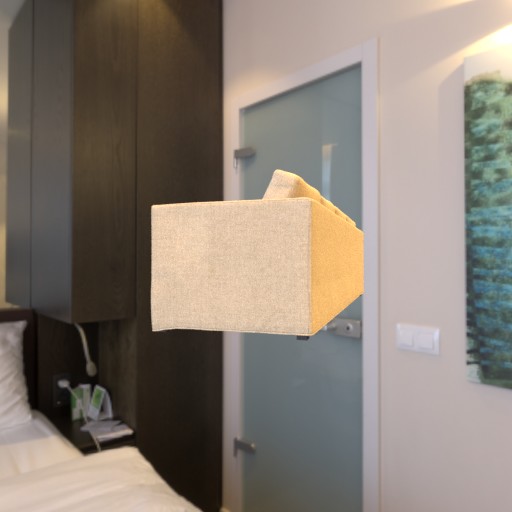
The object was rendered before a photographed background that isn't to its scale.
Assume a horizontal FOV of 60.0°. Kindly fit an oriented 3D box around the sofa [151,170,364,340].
[{"bbox_3d":[0.000,0.000,3.987,1.650,0.922,3.205,0,0,18],"label":"sofa"}]
